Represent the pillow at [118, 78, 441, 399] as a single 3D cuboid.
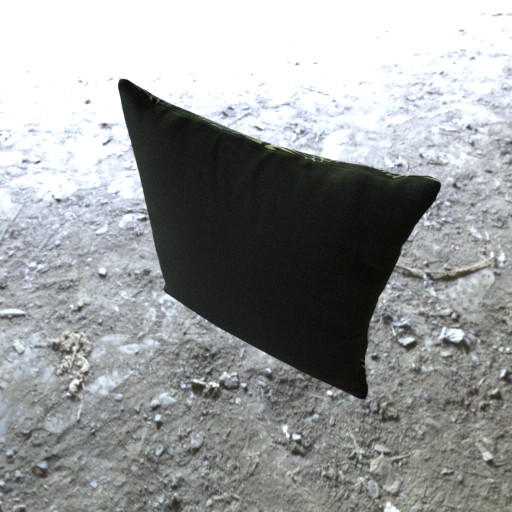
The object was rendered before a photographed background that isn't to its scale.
[{"bbox_3d":[0.000,0.000,0.657,0.432,0.432,0.139,25,51,22],"label":"pillow"}]
